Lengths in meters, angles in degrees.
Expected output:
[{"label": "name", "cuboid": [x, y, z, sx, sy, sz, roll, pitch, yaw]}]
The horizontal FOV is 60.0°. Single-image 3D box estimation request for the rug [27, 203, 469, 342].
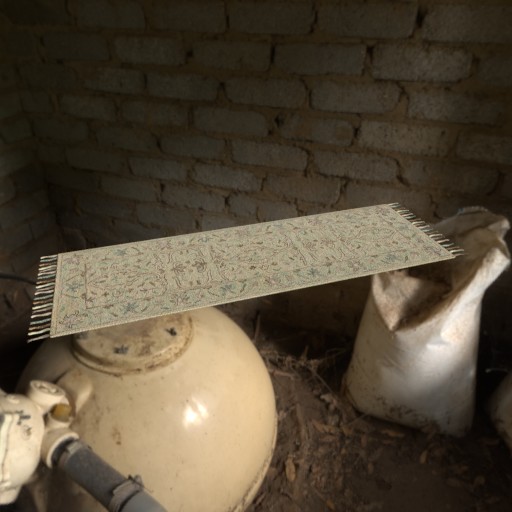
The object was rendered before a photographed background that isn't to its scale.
[{"label": "rug", "cuboid": [0.000, 0.000, 2.642, 2.440, 0.013, 0.769, -10, 33, -15]}]
